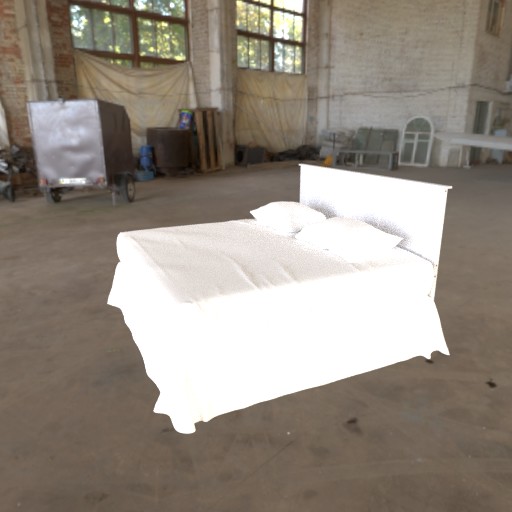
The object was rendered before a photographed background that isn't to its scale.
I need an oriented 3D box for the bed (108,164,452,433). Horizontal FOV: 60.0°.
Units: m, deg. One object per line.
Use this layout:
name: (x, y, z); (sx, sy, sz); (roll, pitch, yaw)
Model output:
bed: (0.000, 0.000, 3.704); (2.215, 1.273, 2.317); (-8, 18, -25)
